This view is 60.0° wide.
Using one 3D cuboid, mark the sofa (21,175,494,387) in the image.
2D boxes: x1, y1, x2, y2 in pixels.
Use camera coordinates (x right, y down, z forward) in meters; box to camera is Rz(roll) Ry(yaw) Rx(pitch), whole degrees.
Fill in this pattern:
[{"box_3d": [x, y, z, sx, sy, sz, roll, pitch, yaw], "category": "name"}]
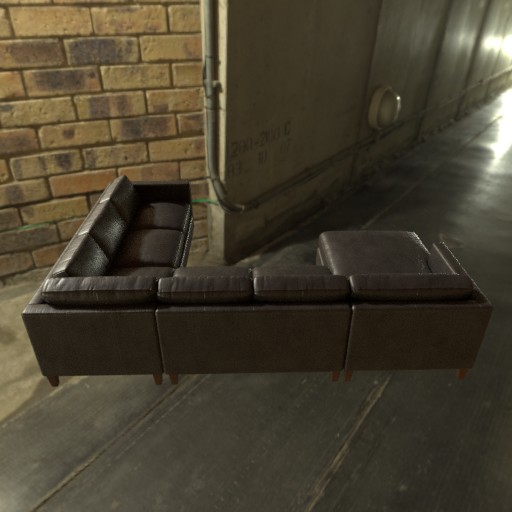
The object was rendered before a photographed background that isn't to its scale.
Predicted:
[{"box_3d": [0.000, 0.000, 4.287, 3.324, 0.891, 2.452, -1, 31, -1], "category": "sofa"}]
